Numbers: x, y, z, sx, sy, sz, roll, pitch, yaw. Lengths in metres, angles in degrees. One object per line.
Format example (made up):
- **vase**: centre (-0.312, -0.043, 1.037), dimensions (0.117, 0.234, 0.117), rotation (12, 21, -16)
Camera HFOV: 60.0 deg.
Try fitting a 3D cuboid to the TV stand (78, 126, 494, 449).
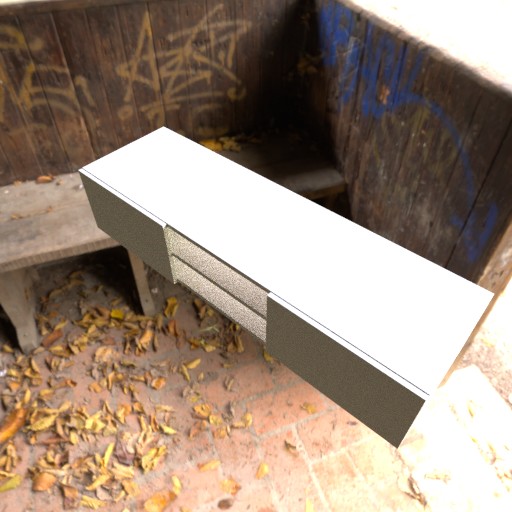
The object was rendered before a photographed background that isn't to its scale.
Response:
- **TV stand**: centre (0.000, 0.000, 1.560), dimensions (1.400, 0.310, 0.420), rotation (32, 54, 27)
